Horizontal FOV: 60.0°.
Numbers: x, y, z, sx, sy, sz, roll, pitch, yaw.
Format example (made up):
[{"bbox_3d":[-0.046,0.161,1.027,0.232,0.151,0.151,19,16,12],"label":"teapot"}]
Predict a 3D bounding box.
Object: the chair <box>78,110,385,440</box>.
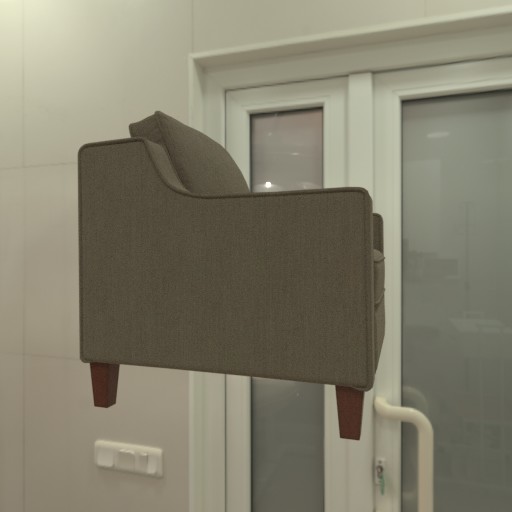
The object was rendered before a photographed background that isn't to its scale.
[{"bbox_3d":[0.000,0.000,1.637,0.909,0.960,0.831,0,0,18],"label":"chair"}]
